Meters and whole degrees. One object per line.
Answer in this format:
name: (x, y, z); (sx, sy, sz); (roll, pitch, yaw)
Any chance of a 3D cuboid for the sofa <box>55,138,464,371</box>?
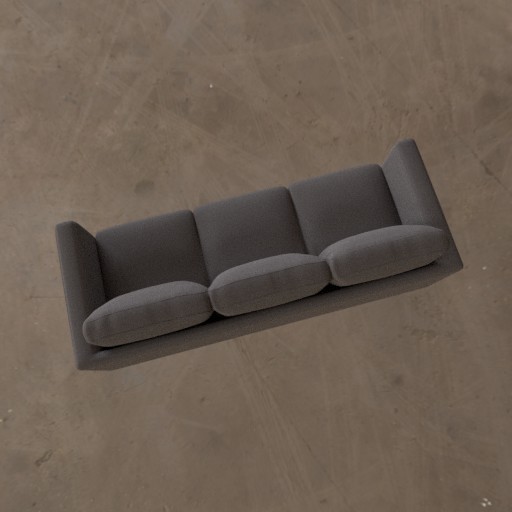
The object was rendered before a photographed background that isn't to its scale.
sofa: (0.000, 0.000, 2.549); (2.029, 0.912, 0.802); (-14, 76, -4)
